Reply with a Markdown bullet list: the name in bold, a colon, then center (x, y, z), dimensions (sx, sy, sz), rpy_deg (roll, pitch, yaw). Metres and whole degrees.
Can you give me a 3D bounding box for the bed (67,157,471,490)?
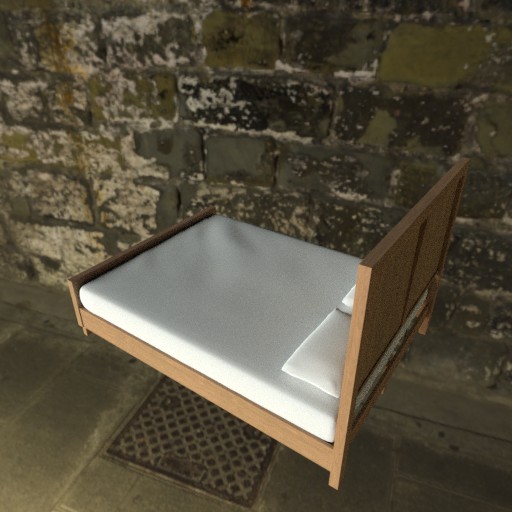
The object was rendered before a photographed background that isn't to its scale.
- **bed**: center (0.000, 0.000, 3.119), dimensions (2.184, 1.387, 1.606), rpy_deg (19, 35, 30)
